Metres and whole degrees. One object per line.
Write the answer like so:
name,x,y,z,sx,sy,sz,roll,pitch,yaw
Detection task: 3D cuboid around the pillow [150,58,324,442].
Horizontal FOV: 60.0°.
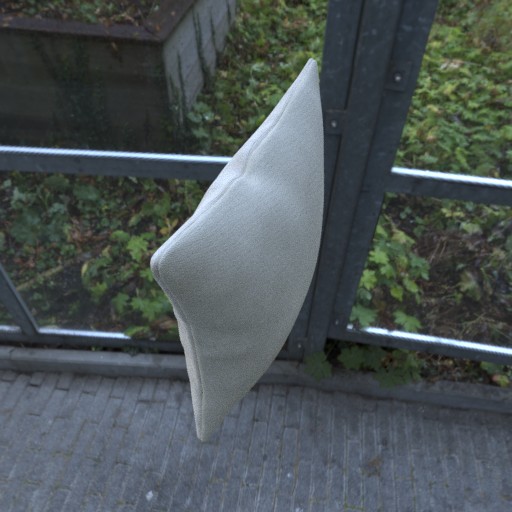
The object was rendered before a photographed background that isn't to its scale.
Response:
pillow,0.000,0.000,0.658,0.162,0.420,0.437,17,50,15
